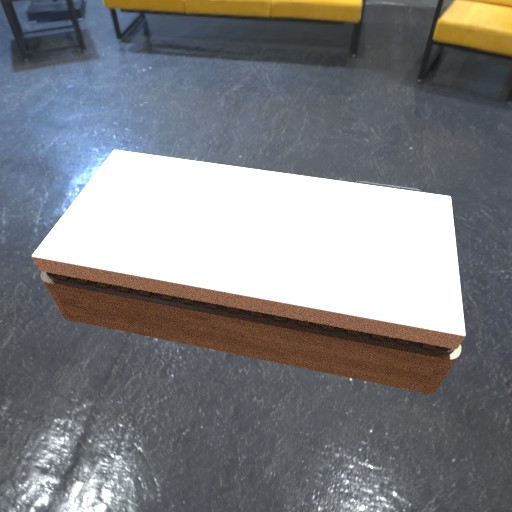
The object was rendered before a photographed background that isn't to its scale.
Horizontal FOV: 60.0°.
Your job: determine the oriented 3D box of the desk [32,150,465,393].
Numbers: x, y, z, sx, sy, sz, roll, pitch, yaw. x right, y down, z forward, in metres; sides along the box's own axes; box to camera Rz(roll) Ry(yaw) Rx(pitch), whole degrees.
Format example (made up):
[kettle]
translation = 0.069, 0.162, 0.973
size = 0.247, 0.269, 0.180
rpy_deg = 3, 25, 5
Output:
[desk]
translation = 0.000, 0.000, 2.266
size = 1.900, 0.455, 0.900
rpy_deg = 10, 48, 9
